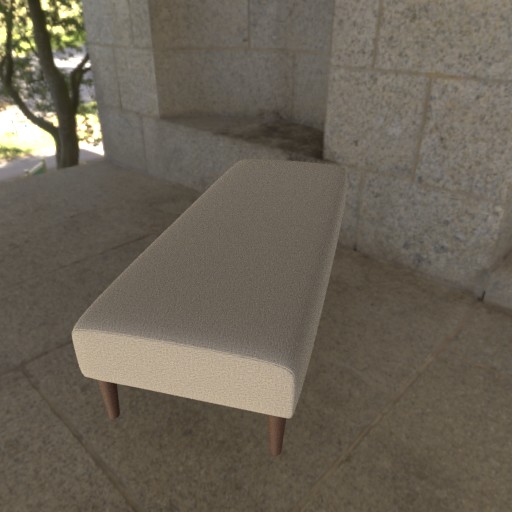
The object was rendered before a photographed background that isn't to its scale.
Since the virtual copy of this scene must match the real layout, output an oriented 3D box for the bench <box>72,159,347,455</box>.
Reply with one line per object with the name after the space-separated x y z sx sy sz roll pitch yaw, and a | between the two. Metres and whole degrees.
0.000 0.000 1.861 0.646 0.393 1.609 7 29 13 | bench
